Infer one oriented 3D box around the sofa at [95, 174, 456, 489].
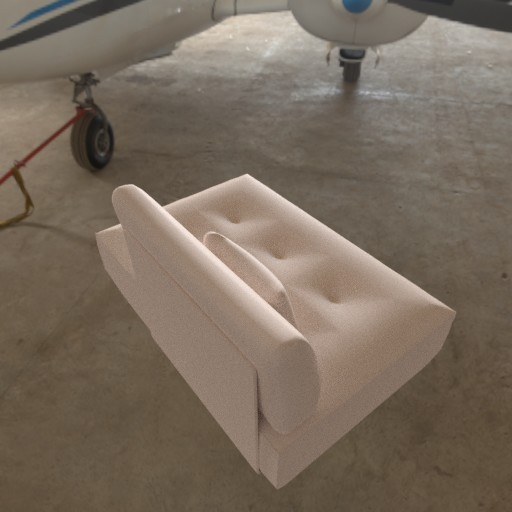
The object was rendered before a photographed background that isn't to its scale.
[{"bbox_3d":[0.000,0.000,1.987,1.000,0.820,1.450,-27,47,-28],"label":"sofa"}]
